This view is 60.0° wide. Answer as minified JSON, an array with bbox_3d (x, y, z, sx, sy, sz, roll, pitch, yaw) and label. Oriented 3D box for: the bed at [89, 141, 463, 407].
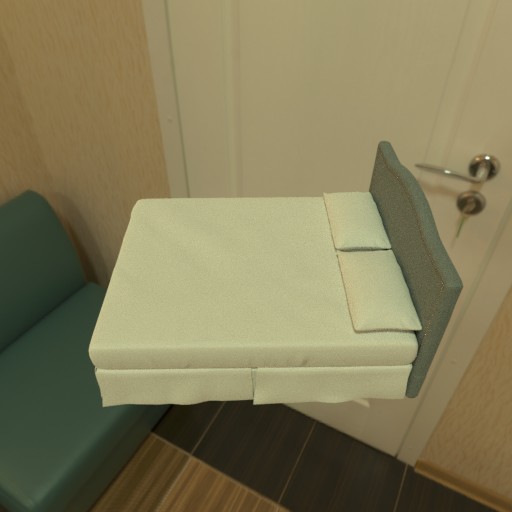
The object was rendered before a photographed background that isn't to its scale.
[{"bbox_3d":[0.000,0.000,4.049,2.689,1.457,2.161,-1,41,-1],"label":"bed"}]
